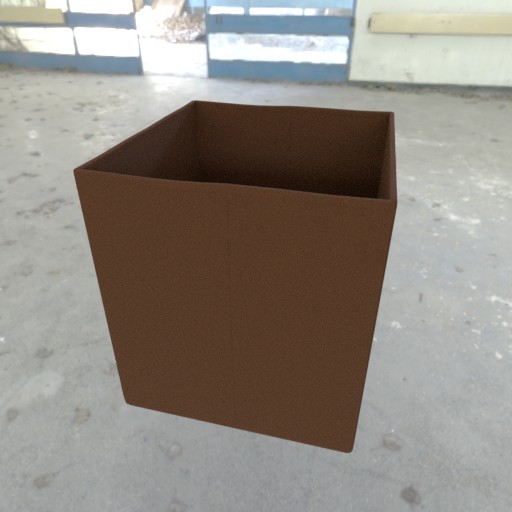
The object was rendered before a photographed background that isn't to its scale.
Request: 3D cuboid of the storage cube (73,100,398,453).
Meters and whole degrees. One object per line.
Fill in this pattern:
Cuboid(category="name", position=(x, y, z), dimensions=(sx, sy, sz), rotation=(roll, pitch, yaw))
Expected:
Cuboid(category="storage cube", position=(0.000, 0.000, 0.510), dimensions=(0.270, 0.280, 0.270), rotation=(8, 32, 12))
